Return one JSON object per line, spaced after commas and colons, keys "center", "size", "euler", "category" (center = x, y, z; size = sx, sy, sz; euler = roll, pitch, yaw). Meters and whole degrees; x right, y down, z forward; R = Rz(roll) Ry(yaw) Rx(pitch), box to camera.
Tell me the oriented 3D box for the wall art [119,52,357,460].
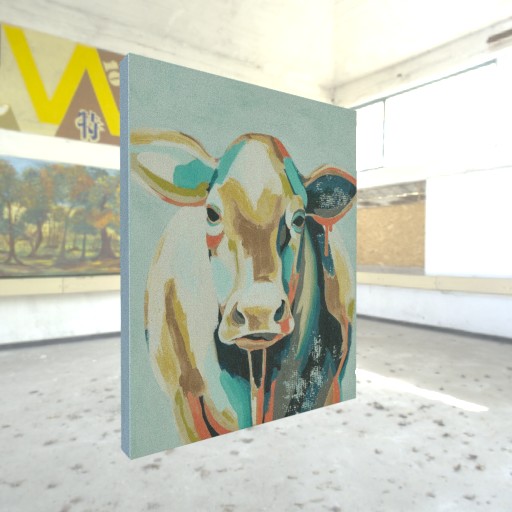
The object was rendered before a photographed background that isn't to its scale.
{"center": [0.000, 0.000, 0.684], "size": [0.409, 0.509, 0.037], "euler": [-1, 1, -35], "category": "wall art"}
